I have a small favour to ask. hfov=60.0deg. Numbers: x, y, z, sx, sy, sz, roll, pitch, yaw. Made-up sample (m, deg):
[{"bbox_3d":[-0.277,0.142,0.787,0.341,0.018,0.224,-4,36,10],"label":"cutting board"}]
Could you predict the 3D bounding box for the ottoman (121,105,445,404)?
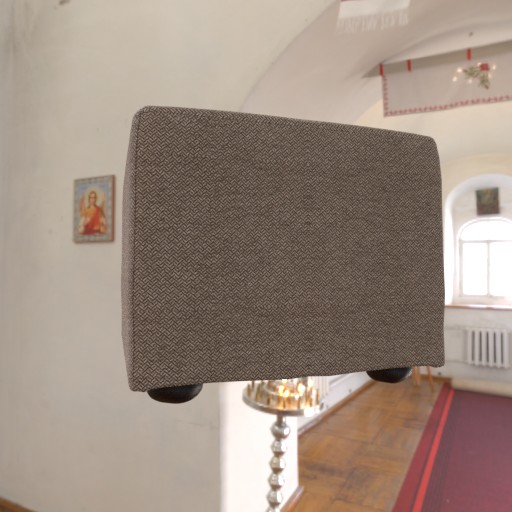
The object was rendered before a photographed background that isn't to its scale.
[{"bbox_3d":[0.000,0.000,0.905,0.519,0.453,0.512,1,-2,-18],"label":"ottoman"}]
